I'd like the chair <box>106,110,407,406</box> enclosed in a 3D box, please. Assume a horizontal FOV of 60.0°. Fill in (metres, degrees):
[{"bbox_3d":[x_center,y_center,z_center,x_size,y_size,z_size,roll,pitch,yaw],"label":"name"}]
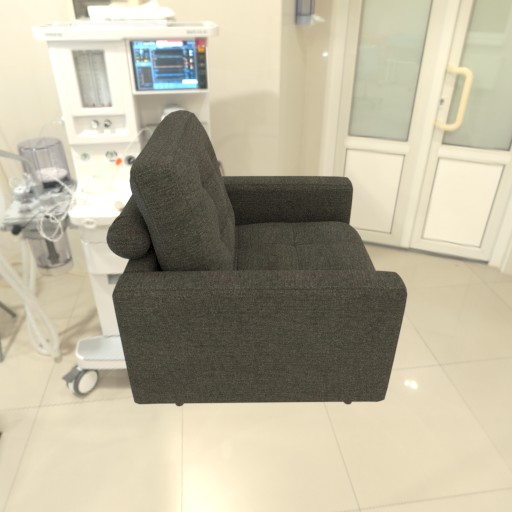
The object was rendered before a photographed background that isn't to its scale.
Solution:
[{"bbox_3d":[0.000,0.000,1.564,0.843,0.880,0.821,0,31,-1],"label":"chair"}]
